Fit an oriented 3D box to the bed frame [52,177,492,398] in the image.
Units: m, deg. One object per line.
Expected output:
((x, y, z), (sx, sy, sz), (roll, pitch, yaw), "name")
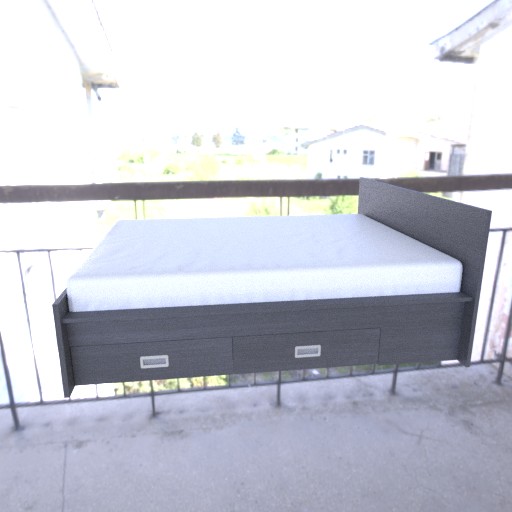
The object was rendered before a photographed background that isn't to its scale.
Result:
((0.000, 0.000, 2.781), (1.960, 0.800, 1.622), (-2, 16, -8), "bed frame")
